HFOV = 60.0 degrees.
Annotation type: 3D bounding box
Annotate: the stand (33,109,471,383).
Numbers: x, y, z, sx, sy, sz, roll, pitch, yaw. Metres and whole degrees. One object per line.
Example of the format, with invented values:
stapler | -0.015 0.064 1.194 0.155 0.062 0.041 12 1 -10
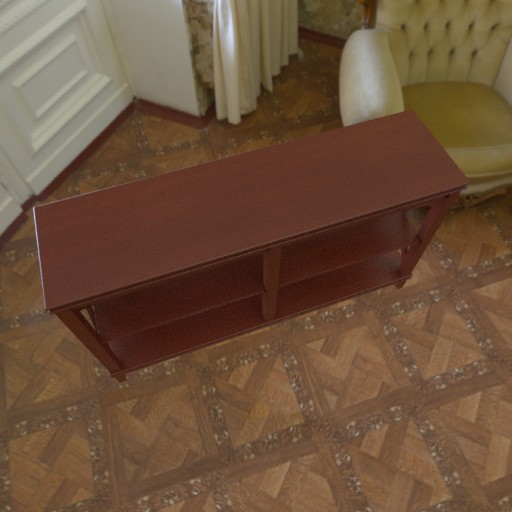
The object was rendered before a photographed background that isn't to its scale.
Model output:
stand | 0.000 0.000 1.760 1.372 0.762 0.381 -17 60 -10
